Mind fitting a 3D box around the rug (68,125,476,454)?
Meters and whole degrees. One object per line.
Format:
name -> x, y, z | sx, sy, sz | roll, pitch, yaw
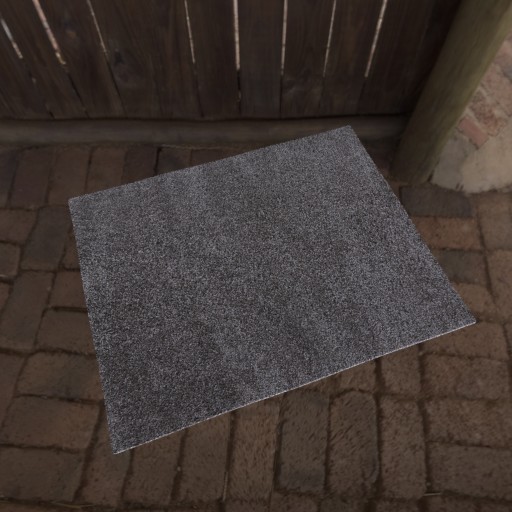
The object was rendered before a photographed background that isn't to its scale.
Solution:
rug -> 0.000, 0.000, 3.964 | 3.000, 0.025, 2.401 | -17, 61, -10
